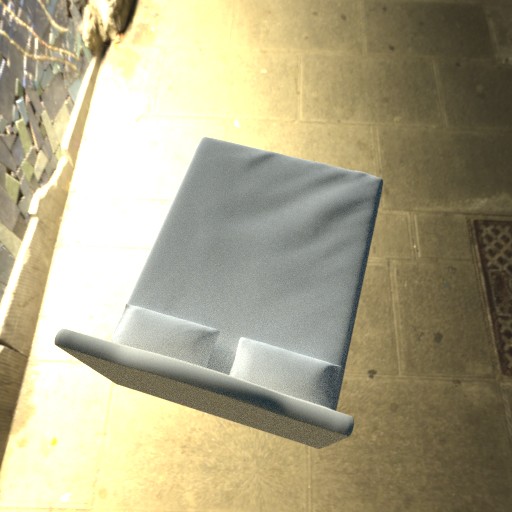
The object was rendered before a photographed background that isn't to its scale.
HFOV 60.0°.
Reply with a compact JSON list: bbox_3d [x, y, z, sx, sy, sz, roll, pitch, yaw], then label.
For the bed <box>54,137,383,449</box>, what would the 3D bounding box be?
[{"bbox_3d":[0.000,0.000,3.408,1.821,1.436,2.282,15,65,7],"label":"bed"}]
